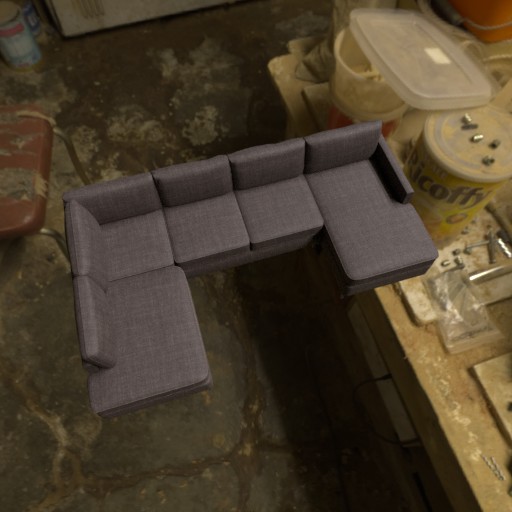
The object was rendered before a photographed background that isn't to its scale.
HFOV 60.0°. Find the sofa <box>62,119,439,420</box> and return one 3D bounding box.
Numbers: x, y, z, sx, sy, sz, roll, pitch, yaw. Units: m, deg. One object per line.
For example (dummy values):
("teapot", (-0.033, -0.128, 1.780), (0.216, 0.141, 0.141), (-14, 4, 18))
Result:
("sofa", (0.000, 0.000, 4.306), (3.423, 0.999, 2.048), (-15, 64, -8))
